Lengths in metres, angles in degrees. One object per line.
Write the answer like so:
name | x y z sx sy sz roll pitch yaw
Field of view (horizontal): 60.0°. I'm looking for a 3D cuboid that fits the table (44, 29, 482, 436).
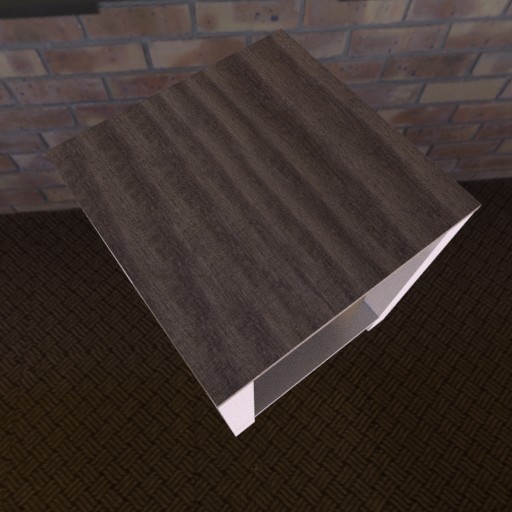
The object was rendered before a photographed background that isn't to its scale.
table | 0.000 0.000 0.981 0.504 0.587 0.506 -34 69 -15
